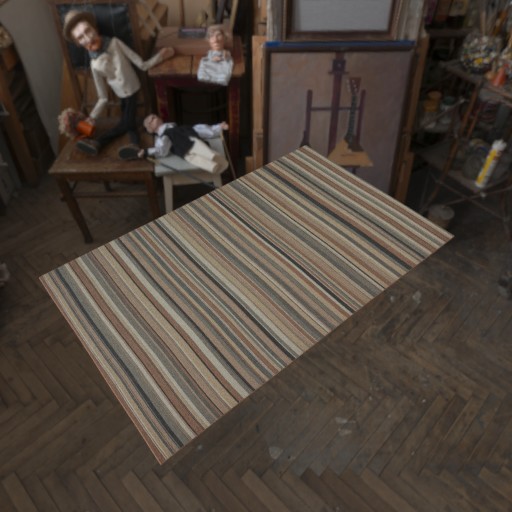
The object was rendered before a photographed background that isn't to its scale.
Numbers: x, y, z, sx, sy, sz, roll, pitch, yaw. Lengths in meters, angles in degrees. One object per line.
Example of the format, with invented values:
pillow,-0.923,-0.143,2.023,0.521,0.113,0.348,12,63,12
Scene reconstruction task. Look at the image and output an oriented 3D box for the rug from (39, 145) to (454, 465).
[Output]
rug,0.000,0.000,3.037,2.438,0.014,1.523,-31,54,-26
